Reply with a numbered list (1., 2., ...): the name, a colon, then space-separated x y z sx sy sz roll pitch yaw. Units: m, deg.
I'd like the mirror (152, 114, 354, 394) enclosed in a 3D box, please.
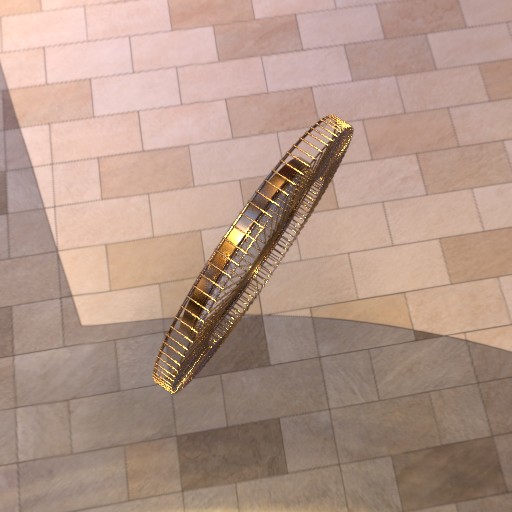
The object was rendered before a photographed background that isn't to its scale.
1. mirror: 0.000 0.000 1.029 0.067 0.703 0.703 34 79 7
